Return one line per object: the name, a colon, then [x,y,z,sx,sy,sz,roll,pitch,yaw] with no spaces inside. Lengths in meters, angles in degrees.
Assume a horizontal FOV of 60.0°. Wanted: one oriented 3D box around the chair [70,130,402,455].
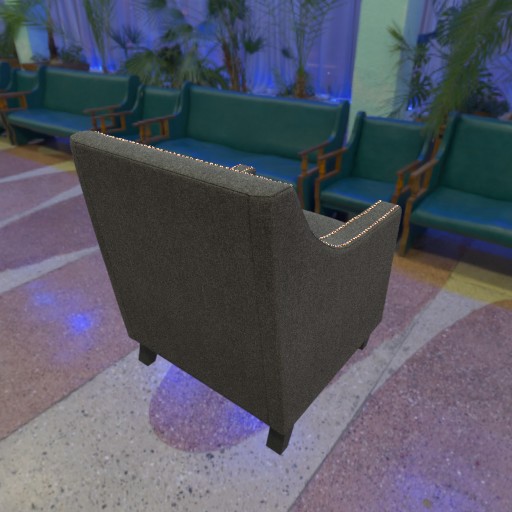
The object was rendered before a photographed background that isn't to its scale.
chair: [0.000,0.000,1.649,0.776,0.967,0.884,22,37,32]
